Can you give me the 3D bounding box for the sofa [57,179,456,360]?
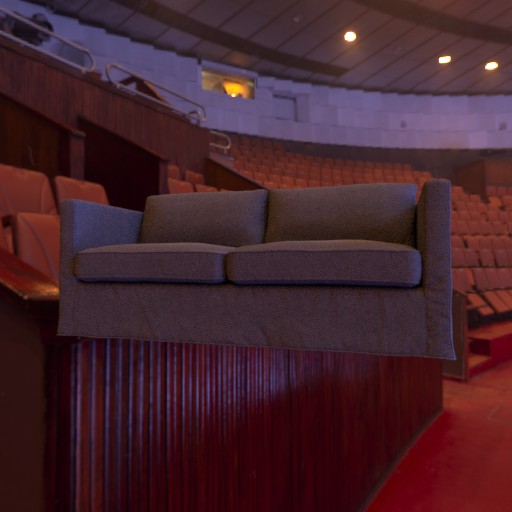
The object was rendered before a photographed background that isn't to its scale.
[{"bbox_3d":[0.000,0.000,2.502,1.982,0.855,0.953,0,-1,18],"label":"sofa"}]
